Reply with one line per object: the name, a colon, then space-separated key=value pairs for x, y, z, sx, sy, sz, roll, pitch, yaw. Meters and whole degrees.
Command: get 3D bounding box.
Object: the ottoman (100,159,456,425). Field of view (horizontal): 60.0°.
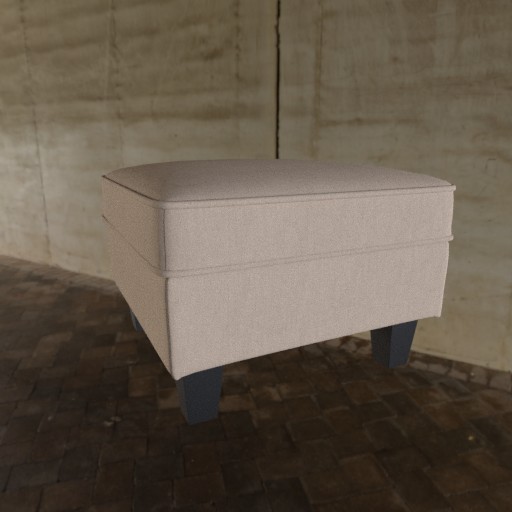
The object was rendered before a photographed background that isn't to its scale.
ottoman: x=0.000 y=0.000 z=1.034 sx=0.613 sy=0.438 sz=0.616 roll=-7 pitch=16 yaw=-25
